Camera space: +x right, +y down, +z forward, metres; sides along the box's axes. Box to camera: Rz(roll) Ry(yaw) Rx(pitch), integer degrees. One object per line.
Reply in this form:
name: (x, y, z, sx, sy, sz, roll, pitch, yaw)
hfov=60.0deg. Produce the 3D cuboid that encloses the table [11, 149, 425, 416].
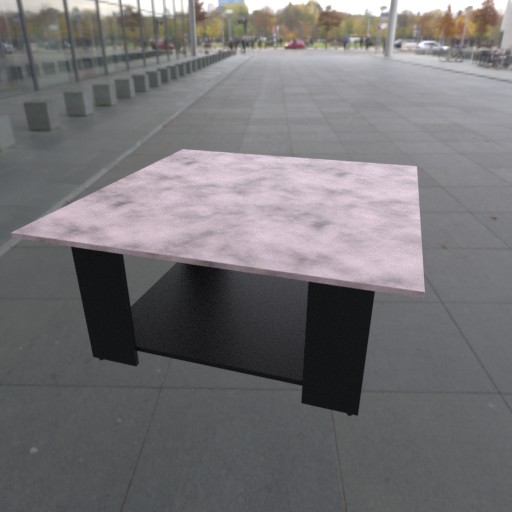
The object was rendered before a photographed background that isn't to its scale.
table: (0.000, 0.000, 1.023, 0.670, 0.305, 0.670, 8, 27, 15)
